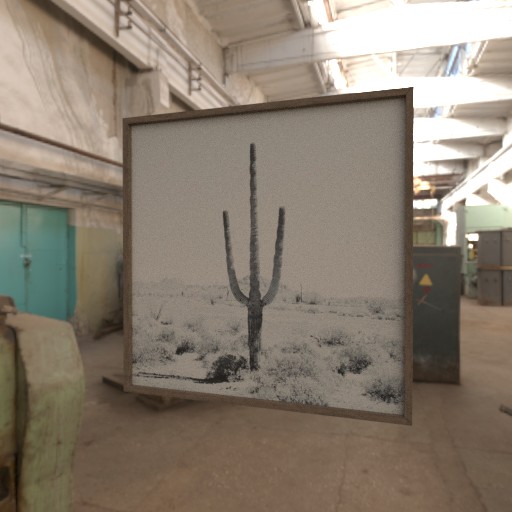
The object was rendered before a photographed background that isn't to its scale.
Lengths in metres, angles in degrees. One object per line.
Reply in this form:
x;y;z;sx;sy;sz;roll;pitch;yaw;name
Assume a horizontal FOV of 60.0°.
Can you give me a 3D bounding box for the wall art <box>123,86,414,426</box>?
0.000;0.000;0.761;0.508;0.508;0.038;0;1;18;wall art
